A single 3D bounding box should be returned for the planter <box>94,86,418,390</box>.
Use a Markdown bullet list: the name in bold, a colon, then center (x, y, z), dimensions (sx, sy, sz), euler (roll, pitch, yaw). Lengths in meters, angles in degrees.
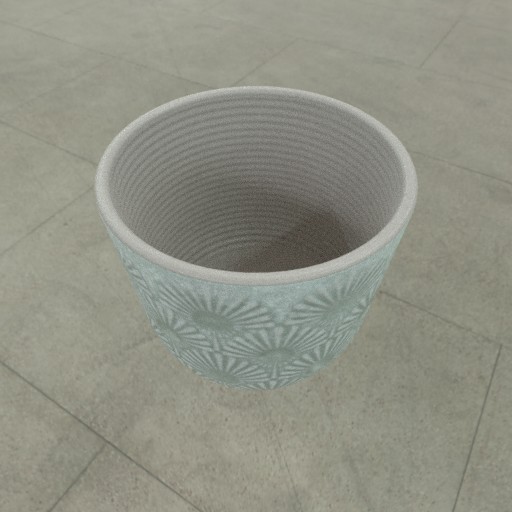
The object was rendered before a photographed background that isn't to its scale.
- **planter**: center (0.000, 0.000, 0.293), dimensions (0.170, 0.152, 0.170), euler (0, 48, 0)
